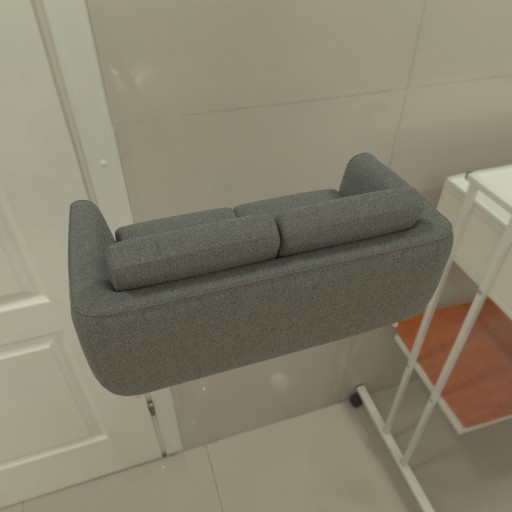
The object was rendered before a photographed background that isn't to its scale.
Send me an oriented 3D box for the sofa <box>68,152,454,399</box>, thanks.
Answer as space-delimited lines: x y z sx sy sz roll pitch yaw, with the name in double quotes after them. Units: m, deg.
0.000 0.000 2.206 1.700 0.870 0.920 -12 41 -14 "sofa"
